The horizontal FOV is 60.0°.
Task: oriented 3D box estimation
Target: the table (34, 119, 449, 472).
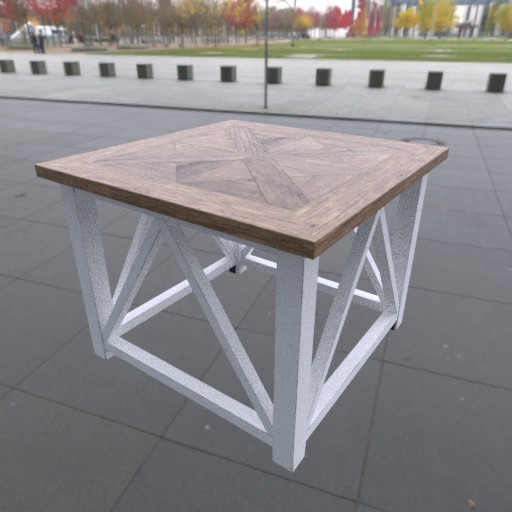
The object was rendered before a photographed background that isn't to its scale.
[{"bbox_3d":[0.000,0.000,1.166,0.700,0.532,0.700,18,32,31],"label":"table"}]
